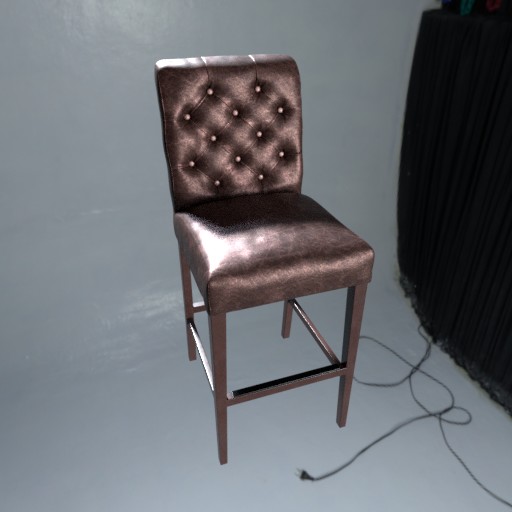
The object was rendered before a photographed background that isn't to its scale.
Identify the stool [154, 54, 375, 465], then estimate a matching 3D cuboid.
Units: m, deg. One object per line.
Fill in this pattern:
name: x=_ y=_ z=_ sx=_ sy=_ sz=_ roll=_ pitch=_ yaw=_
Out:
stool: x=0.000 y=0.000 z=1.484 sx=0.483 sy=1.168 sz=0.659 roll=-10 pitch=32 yaw=-16
